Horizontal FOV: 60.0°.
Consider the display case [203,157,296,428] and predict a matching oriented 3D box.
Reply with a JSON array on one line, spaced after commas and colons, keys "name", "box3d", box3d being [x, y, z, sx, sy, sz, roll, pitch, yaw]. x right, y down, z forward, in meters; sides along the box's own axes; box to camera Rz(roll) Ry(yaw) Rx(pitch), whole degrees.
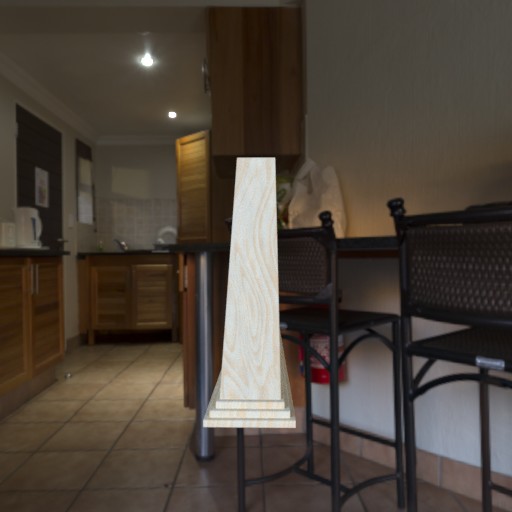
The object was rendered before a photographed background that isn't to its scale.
[{"name": "display case", "box3d": [0.000, 0.000, 0.770, 0.095, 0.340, 0.640, 0, 1, 1]}]
